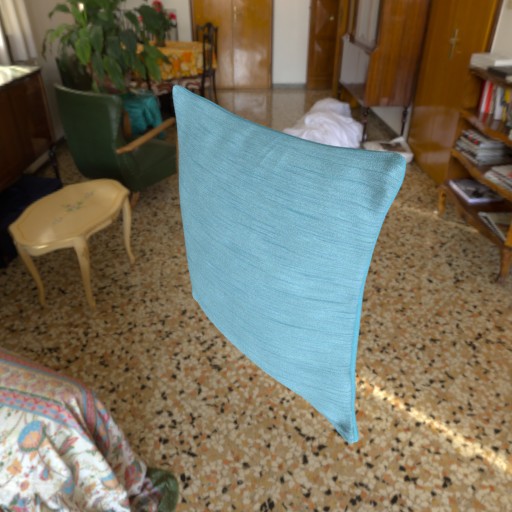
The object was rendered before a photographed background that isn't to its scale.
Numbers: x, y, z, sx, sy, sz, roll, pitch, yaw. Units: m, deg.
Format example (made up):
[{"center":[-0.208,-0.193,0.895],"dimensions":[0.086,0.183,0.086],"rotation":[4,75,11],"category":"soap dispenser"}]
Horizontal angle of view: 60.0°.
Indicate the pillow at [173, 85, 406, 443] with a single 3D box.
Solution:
[{"center":[0.000,0.000,0.648],"dimensions":[0.151,0.415,0.433],"rotation":[-22,38,-31],"category":"pillow"}]
